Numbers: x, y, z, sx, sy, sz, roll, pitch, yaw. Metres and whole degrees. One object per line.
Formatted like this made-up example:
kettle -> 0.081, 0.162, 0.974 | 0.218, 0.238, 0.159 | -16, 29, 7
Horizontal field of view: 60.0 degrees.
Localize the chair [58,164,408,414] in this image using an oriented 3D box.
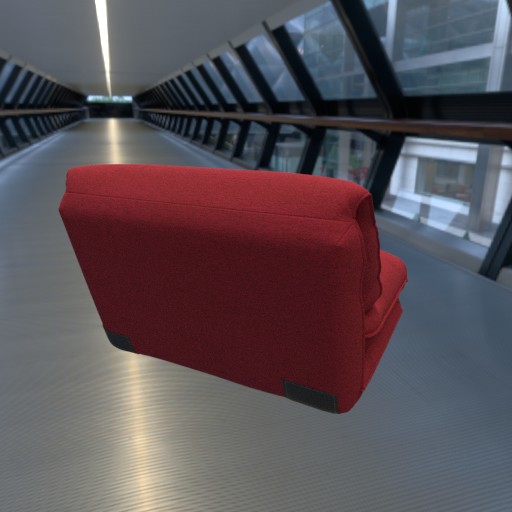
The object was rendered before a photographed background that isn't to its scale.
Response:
chair -> 0.000, 0.000, 1.352 | 0.820, 0.580, 0.780 | 9, 19, 26
